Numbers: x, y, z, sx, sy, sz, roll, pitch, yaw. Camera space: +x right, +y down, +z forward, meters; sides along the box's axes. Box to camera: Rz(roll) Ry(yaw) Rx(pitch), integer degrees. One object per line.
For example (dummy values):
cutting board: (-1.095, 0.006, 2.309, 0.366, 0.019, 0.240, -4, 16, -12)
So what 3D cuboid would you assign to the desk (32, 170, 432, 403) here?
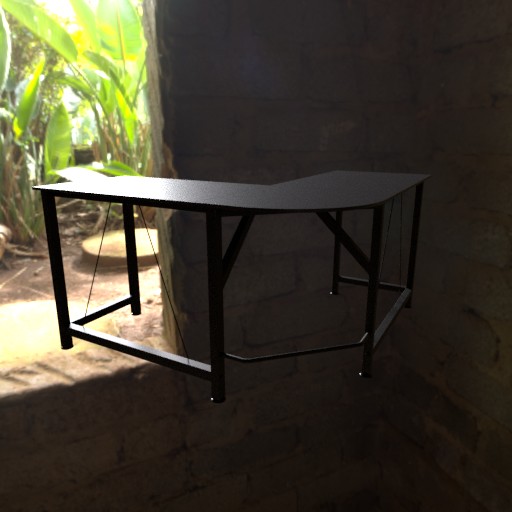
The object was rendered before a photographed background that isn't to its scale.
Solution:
desk: (0.000, 0.000, 2.245, 1.400, 0.762, 1.400, 9, 18, 28)
